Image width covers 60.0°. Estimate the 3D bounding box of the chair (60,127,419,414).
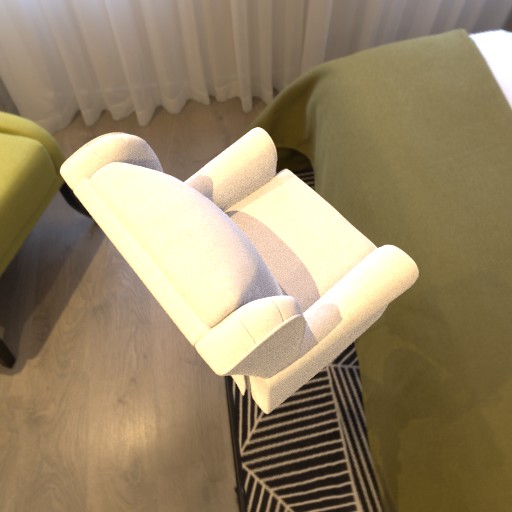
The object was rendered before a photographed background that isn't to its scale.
[{"bbox_3d":[0.000,0.000,1.645,0.854,0.967,0.906,-35,66,-19],"label":"chair"}]
